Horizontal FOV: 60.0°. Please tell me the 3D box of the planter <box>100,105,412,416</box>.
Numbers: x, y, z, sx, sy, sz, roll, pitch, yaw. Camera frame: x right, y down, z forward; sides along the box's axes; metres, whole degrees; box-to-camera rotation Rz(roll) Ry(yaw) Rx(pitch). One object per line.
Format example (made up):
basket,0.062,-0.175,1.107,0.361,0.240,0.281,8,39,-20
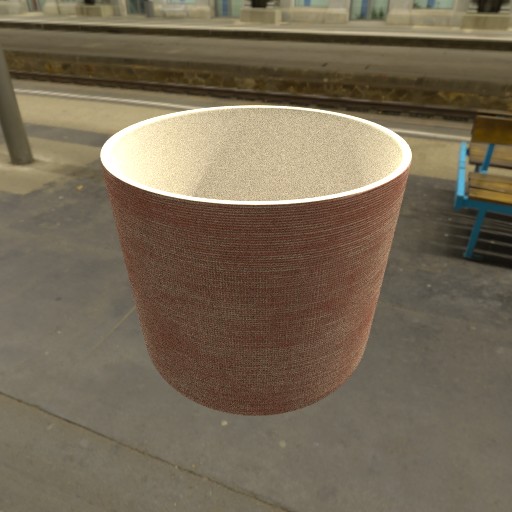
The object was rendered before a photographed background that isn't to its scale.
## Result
planter,0.000,0.000,0.756,0.440,0.398,0.440,0,32,0
